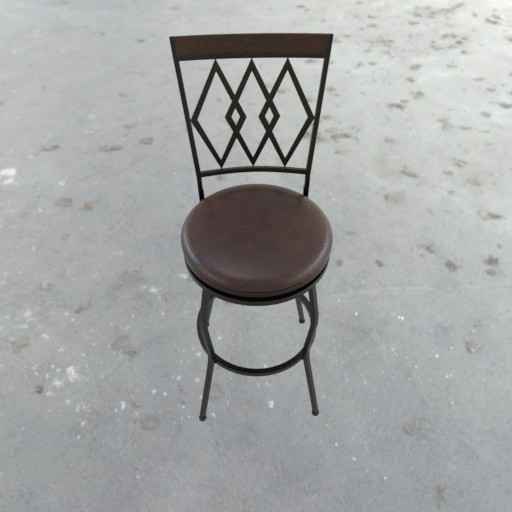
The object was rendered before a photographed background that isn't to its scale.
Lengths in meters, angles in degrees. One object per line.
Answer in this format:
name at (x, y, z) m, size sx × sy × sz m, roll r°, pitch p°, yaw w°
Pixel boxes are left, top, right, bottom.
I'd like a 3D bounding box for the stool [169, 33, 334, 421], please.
stool at (0.000, 0.000, 1.363) m, size 0.432 × 1.134 × 0.521 m, roll -2°, pitch 46°, yaw -2°
